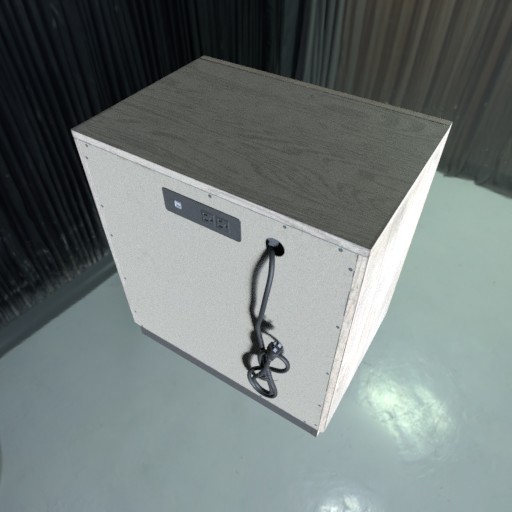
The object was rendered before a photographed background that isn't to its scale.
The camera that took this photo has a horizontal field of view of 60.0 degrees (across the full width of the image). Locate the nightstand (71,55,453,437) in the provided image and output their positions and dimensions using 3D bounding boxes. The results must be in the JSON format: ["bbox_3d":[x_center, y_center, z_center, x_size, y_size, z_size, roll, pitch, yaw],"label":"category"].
[{"bbox_3d":[0.000,0.000,1.081,0.612,0.673,0.483,24,50,22],"label":"nightstand"}]
